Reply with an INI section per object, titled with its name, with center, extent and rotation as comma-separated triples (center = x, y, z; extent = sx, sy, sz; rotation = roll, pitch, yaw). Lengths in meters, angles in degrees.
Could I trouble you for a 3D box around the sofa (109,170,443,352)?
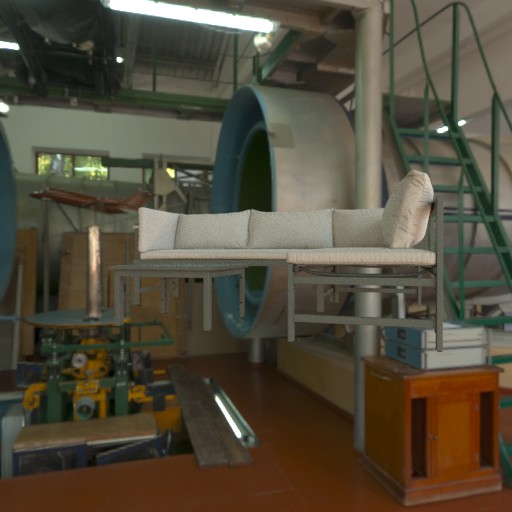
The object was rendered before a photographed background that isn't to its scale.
[sofa]
center = 0.000, 0.000, 2.882
extent = 2.096, 0.758, 1.658
rotation = 0, 0, 18
